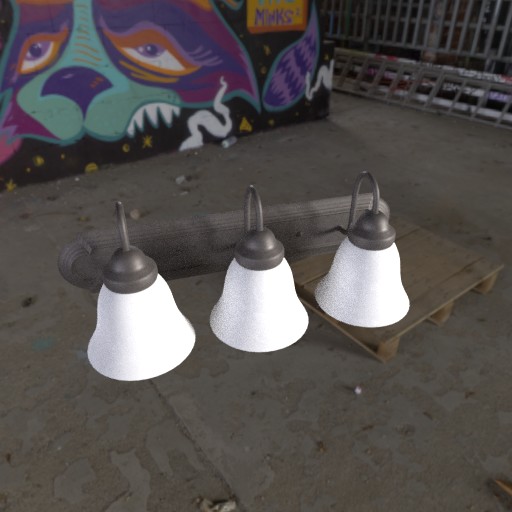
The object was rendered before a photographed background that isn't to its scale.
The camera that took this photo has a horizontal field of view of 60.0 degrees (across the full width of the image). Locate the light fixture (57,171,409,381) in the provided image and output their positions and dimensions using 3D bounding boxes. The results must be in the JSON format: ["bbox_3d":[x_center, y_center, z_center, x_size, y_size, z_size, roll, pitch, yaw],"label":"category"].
[{"bbox_3d":[0.000,0.000,0.700,0.610,0.222,0.199,-9,33,-14],"label":"light fixture"}]
